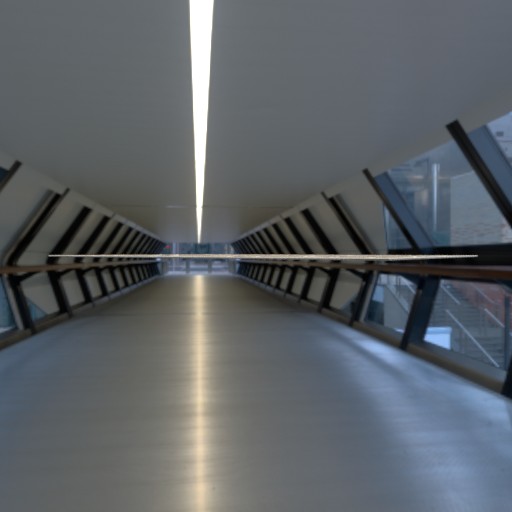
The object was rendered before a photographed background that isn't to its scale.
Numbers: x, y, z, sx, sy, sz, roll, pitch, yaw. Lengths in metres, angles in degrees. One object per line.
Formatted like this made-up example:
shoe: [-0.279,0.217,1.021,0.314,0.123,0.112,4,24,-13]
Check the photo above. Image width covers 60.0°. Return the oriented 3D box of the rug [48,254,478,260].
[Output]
rug: [0.000,0.000,2.816,2.284,0.008,1.522,0,1,37]
